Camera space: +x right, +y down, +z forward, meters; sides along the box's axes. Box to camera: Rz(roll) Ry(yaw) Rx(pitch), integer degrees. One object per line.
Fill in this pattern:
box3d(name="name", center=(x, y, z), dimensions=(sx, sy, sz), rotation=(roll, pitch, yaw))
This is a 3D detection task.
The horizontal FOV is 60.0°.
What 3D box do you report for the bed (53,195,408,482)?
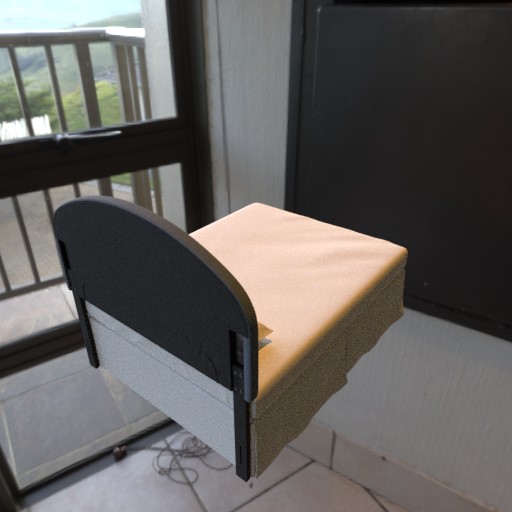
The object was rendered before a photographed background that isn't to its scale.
box3d(name="bed", center=(0.000, 0.000, 3.094), dimensions=(1.607, 1.410, 2.005), rotation=(21, 36, 33))
